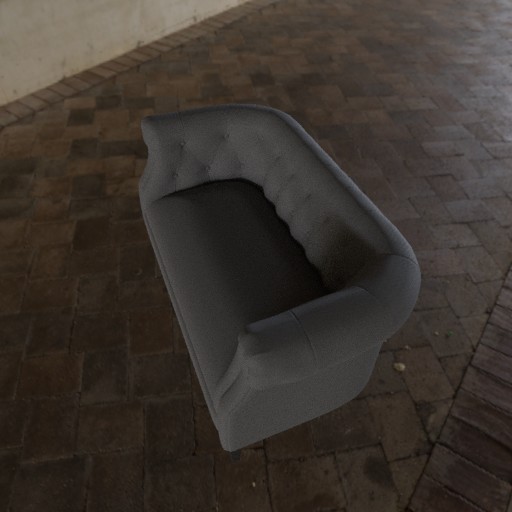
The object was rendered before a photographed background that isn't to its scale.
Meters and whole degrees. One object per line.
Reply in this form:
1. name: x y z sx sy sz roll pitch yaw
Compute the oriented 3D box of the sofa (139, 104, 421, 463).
1. sofa: 0.000 0.000 2.059 0.835 0.827 1.558 -16 48 -15
